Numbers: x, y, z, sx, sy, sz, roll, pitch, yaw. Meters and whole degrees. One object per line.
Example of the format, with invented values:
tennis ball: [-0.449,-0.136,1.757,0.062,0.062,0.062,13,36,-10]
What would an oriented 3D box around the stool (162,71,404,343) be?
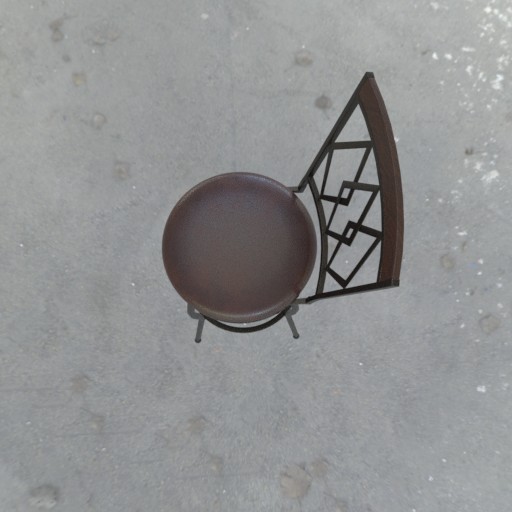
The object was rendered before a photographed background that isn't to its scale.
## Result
stool: [0.000,0.000,1.334,0.521,1.134,0.432,-2,76,-1]
